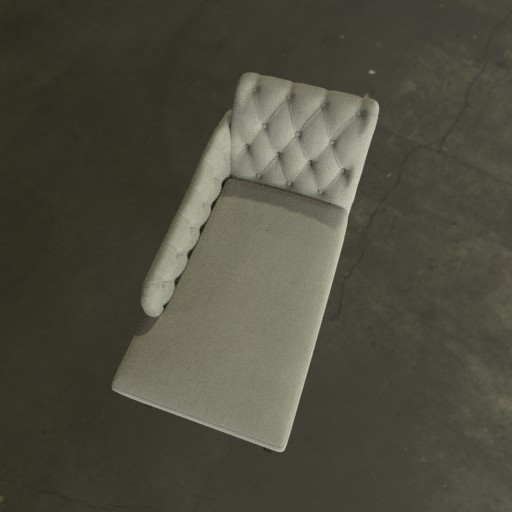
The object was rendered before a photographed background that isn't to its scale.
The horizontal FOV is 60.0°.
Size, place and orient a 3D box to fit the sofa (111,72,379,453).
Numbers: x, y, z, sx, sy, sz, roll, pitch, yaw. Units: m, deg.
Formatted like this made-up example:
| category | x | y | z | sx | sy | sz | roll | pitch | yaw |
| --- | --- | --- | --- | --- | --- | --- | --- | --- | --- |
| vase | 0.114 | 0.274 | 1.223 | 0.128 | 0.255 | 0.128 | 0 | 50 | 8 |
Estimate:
| category | x | y | z | sx | sy | sz | roll | pitch | yaw |
| --- | --- | --- | --- | --- | --- | --- | --- | --- | --- |
| sofa | 0.000 | 0.000 | 1.868 | 0.675 | 0.787 | 1.379 | 16 | 61 | 9 |
